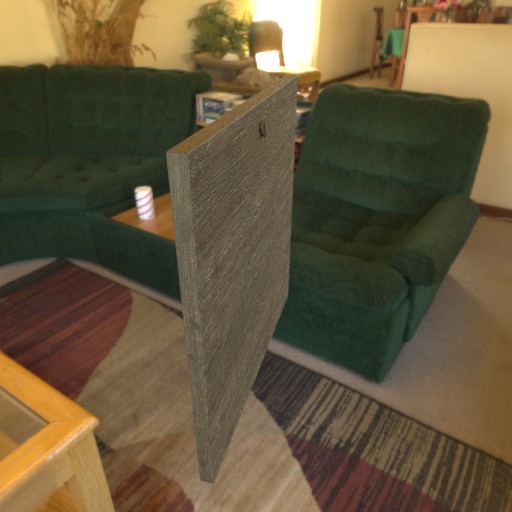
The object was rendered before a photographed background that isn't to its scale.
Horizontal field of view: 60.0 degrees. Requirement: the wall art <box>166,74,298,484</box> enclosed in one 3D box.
[{"bbox_3d":[0.000,0.000,0.682,0.027,0.459,0.462,8,31,14],"label":"wall art"}]
